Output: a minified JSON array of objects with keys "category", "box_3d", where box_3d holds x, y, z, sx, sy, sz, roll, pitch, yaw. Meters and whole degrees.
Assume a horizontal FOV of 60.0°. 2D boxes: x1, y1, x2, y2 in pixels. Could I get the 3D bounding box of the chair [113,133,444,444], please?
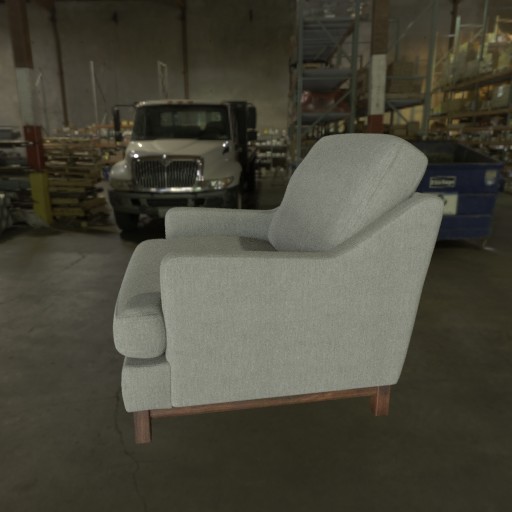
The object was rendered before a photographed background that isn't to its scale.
[{"category":"chair","box_3d":[0.000,0.000,1.540,0.892,0.821,0.826,-3,15,-10]}]
